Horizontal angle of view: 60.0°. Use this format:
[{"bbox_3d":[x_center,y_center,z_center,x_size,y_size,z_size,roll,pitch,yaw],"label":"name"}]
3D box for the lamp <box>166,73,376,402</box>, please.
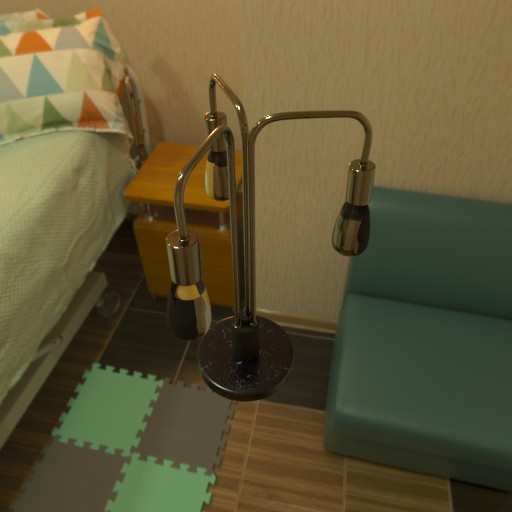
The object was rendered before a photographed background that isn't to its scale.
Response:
[{"bbox_3d":[0.000,0.000,0.796,0.355,0.560,0.368,-12,44,-13],"label":"lamp"}]
